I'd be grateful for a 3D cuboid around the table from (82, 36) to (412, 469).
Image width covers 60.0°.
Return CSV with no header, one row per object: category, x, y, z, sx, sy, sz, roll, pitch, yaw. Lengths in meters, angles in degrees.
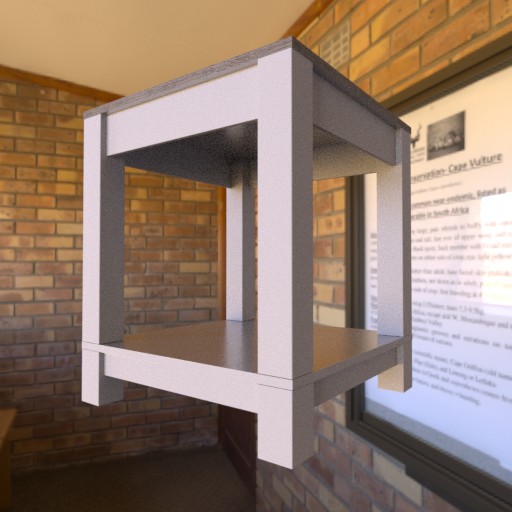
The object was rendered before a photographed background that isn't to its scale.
table,0.000,0.000,0.952,0.504,0.587,0.506,-1,-1,37
